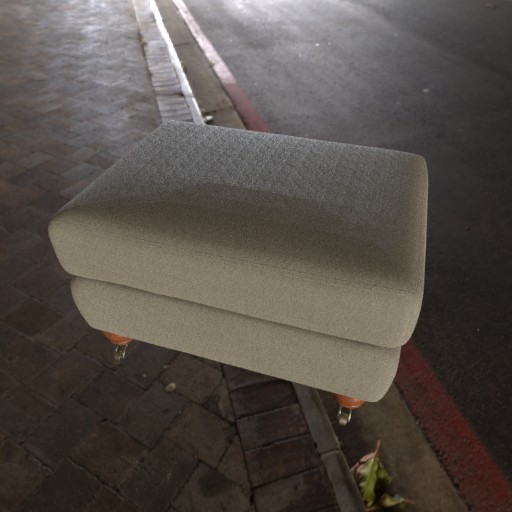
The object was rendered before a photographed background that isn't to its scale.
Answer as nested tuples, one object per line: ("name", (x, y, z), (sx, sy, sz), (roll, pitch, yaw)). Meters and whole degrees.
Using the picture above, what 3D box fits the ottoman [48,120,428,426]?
("ottoman", (0.000, 0.000, 1.153), (0.773, 0.504, 0.569), (12, 42, 13))
